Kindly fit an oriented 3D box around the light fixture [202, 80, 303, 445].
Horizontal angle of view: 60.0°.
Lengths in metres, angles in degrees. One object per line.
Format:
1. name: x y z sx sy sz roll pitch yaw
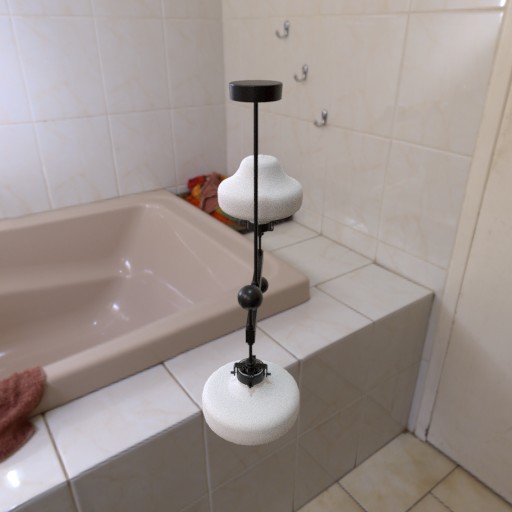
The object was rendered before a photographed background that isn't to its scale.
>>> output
1. light fixture: 0.000 0.000 1.015 0.422 0.743 0.489 -17 31 -30
